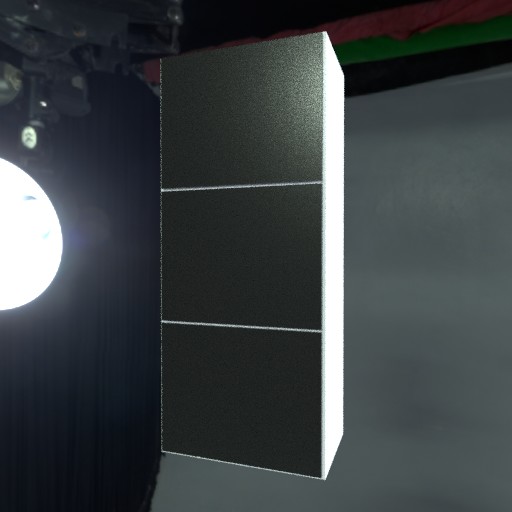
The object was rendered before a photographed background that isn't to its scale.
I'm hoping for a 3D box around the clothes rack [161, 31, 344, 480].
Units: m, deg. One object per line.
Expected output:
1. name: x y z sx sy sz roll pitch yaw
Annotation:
1. clothes rack: 0.000 0.000 1.400 0.500 1.187 0.330 0 1 20
